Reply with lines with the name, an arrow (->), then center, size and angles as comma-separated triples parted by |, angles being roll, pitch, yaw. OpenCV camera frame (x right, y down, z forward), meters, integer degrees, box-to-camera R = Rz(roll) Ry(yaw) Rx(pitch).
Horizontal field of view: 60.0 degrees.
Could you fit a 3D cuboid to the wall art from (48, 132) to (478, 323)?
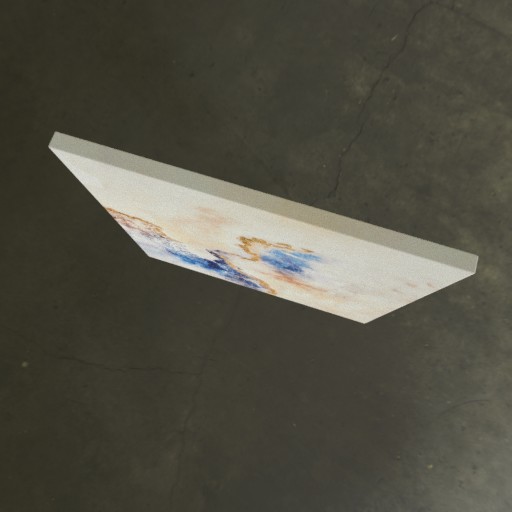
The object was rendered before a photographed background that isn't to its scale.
wall art -> 0.000, 0.000, 1.313 | 0.889, 0.889, 0.038 | 17, 76, 4
